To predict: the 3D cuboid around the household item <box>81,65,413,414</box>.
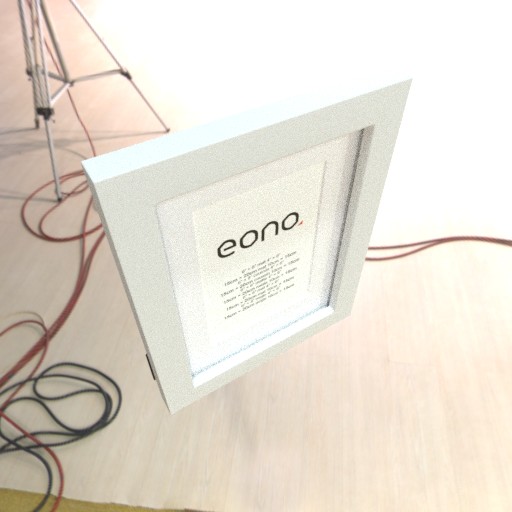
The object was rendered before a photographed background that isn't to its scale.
[{"bbox_3d":[0.000,0.000,0.340,0.200,0.250,0.045,-24,52,-21],"label":"household item"}]
